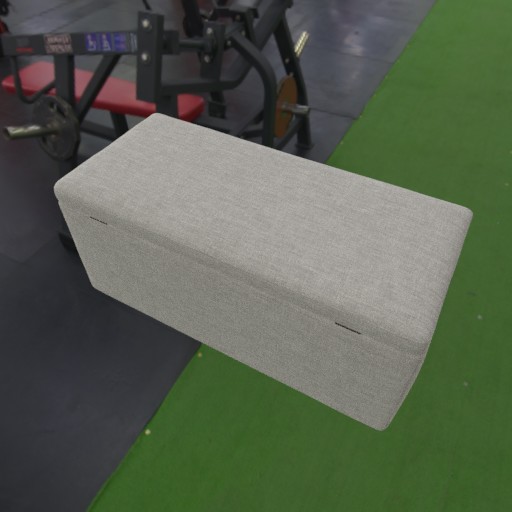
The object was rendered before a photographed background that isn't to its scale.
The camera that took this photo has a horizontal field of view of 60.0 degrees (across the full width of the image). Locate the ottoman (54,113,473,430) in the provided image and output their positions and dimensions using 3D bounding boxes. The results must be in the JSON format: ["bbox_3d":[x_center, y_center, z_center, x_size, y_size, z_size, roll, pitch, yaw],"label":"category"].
[{"bbox_3d":[0.000,0.000,1.138,0.902,0.432,0.419,22,50,20],"label":"ottoman"}]
